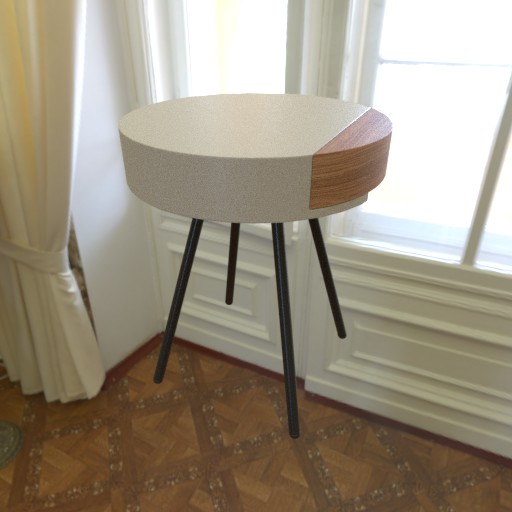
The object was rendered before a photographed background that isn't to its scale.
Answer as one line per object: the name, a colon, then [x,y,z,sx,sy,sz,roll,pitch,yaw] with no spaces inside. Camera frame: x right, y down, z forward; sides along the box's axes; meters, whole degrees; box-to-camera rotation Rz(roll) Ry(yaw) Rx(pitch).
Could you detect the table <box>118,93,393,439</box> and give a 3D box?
table: [0.000,0.000,0.854,0.450,0.525,0.450,0,30,0]
